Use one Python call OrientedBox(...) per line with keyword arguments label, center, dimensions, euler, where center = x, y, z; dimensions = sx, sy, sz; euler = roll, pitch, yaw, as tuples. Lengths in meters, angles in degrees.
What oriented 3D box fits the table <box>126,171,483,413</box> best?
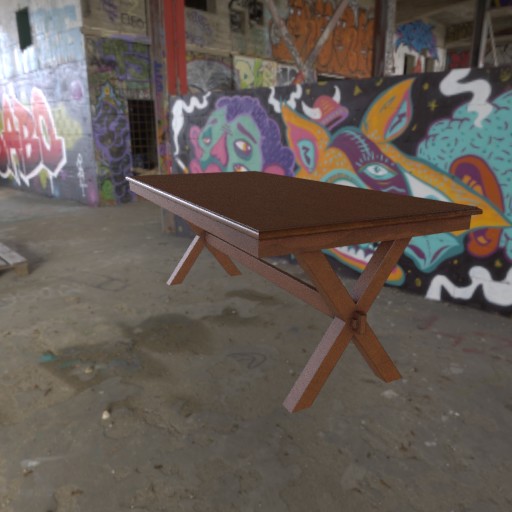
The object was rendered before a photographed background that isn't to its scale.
OrientedBox(label="table", center=(0.000, 0.000, 1.490), dimensions=(0.594, 0.459, 1.197), euler=(-8, 17, -26))
